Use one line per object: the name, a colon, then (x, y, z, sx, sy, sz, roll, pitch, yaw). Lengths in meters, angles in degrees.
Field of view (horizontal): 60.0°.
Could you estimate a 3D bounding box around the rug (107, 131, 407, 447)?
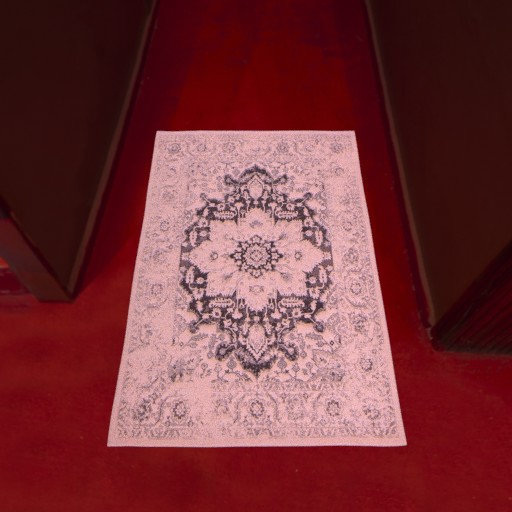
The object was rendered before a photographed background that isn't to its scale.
rug: (0.000, 0.000, 2.272, 1.223, 0.008, 1.813, 0, 59, 0)
